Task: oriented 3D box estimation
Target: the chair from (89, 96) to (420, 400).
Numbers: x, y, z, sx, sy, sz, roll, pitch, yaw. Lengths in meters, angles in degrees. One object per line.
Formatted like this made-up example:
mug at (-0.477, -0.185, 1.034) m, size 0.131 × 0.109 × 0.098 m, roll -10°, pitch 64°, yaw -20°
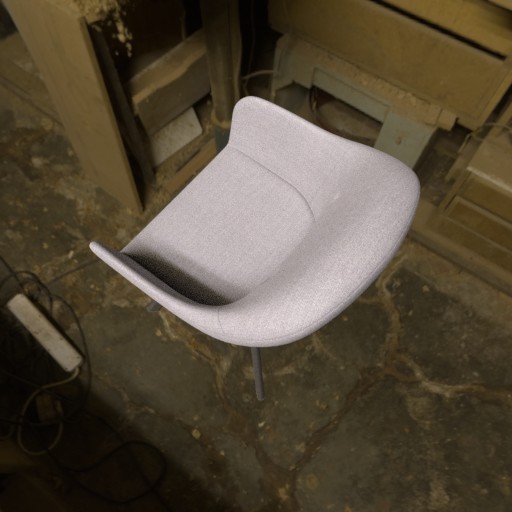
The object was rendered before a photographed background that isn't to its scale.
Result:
chair at (0.000, 0.000, 1.127) m, size 0.570 × 0.780 × 0.540 m, roll 35°, pitch 69°, yaw 15°
